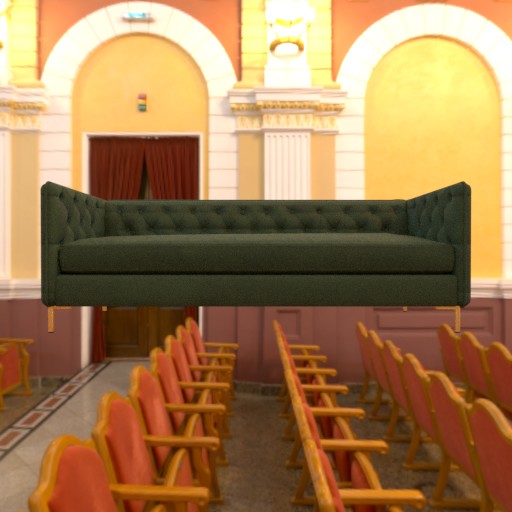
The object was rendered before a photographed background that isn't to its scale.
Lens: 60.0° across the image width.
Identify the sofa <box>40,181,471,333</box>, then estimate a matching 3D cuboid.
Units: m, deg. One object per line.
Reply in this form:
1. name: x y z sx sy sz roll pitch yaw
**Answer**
1. sofa: 0.000 0.000 2.649 2.209 0.771 0.895 0 1 0
